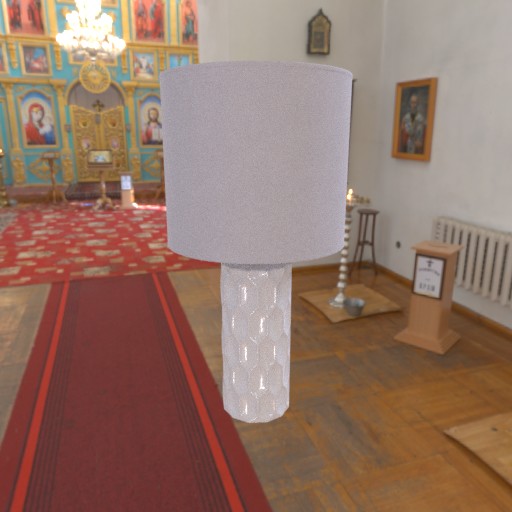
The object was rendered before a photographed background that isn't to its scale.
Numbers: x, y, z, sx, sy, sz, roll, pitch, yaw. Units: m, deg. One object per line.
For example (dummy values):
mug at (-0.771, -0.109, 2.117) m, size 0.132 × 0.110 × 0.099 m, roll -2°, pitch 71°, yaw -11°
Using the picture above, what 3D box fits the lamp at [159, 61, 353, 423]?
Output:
lamp at (0.000, 0.000, 0.713) m, size 0.277 × 0.537 × 0.277 m, roll 7°, pitch 16°, yaw 26°
